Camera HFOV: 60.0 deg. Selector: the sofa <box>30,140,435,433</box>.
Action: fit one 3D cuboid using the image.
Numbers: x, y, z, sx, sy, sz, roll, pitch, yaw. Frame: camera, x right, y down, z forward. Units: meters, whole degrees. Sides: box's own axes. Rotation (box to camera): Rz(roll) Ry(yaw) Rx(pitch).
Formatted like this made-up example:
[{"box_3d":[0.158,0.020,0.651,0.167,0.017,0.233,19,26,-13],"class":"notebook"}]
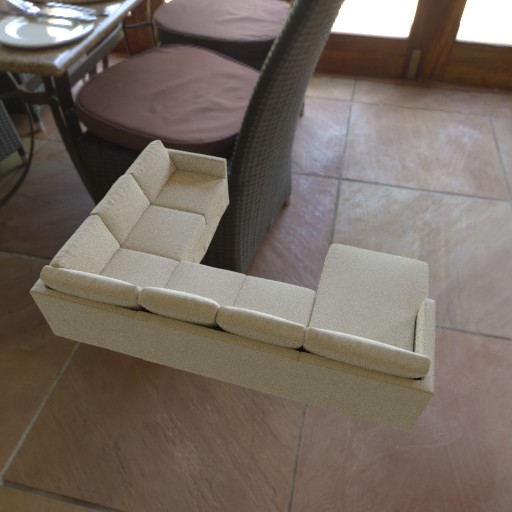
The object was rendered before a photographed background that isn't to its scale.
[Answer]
[{"box_3d":[0.000,0.000,4.521,3.464,0.882,2.448,12,48,11],"class":"sofa"}]
